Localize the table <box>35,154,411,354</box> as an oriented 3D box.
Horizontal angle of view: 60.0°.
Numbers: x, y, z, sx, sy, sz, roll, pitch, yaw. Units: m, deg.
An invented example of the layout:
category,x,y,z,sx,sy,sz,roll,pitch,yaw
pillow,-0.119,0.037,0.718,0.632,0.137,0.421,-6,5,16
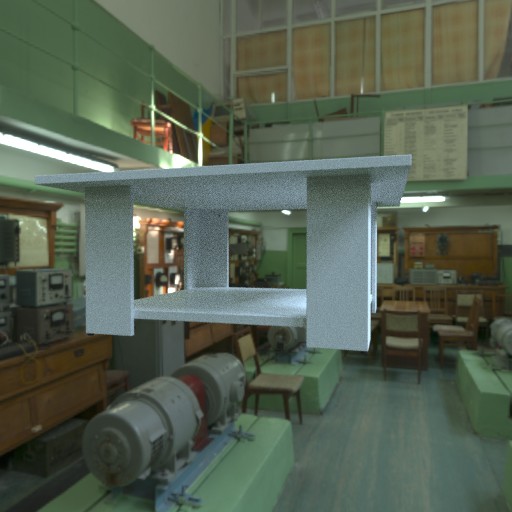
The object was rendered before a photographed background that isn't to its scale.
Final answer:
category,x,y,z,sx,sy,sz,roll,pitch,yaw
table,0.000,0.000,1.063,0.670,0.305,0.670,0,1,17
